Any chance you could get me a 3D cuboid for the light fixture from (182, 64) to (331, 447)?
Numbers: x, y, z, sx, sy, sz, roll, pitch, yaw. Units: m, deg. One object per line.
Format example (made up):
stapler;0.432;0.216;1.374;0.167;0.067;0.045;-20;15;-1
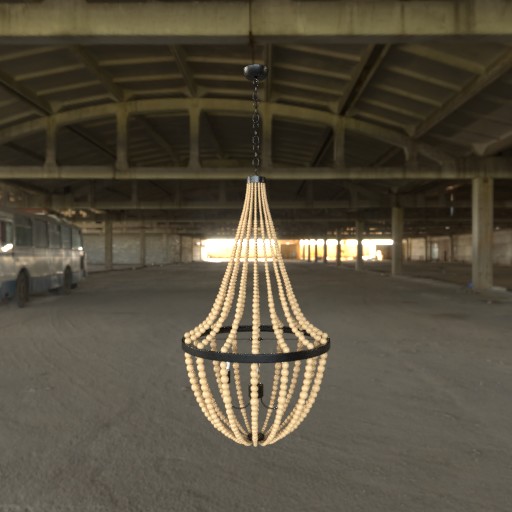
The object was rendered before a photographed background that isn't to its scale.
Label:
light fixture;0.000;0.000;1.355;0.450;1.133;0.450;0;1;0
